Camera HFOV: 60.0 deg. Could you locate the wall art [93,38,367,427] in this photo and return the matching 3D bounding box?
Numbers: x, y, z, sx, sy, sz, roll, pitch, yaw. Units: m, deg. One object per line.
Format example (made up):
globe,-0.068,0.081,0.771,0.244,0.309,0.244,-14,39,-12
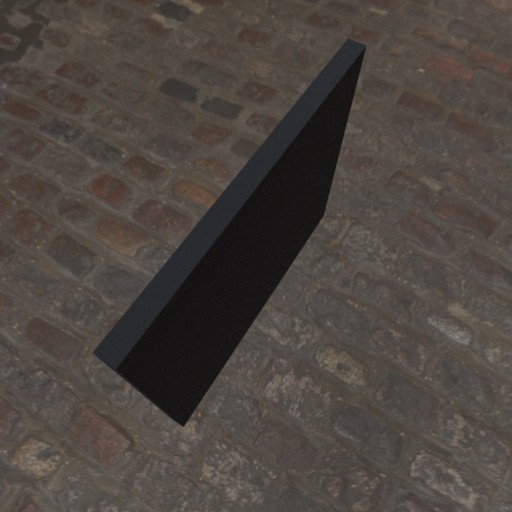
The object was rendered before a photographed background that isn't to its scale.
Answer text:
wall art,0.000,0.000,0.745,0.031,0.457,0.558,29,66,14
